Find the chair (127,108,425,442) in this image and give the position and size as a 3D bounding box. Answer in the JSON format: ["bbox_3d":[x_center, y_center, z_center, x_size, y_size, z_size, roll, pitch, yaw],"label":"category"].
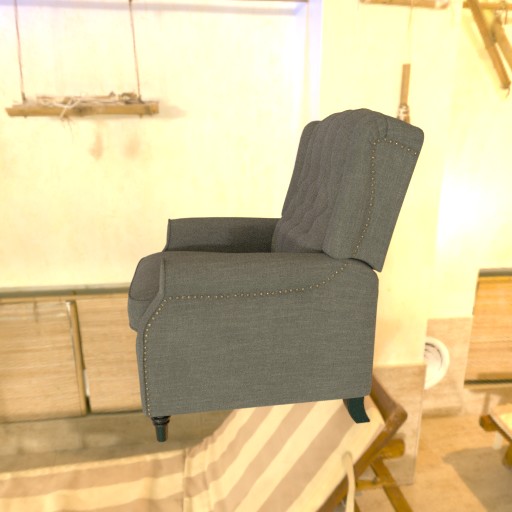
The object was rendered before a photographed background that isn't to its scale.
[{"bbox_3d":[0.000,0.000,1.637,0.898,1.035,0.742,-2,15,-9],"label":"chair"}]
